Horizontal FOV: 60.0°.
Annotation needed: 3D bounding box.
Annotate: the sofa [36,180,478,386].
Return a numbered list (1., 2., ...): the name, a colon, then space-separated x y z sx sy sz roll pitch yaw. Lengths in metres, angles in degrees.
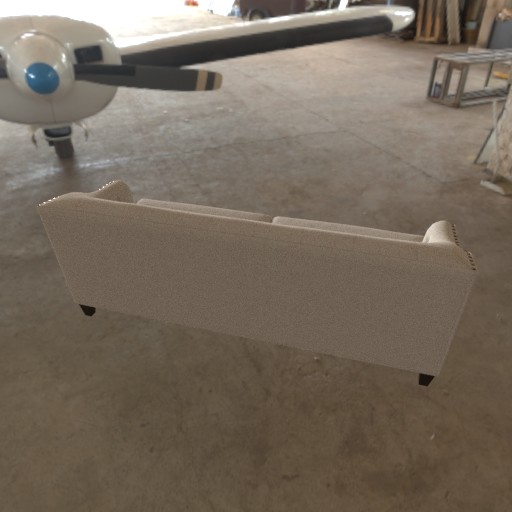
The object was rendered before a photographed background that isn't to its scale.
1. sofa: 0.000 0.000 2.721 2.235 0.901 0.914 9 34 13
